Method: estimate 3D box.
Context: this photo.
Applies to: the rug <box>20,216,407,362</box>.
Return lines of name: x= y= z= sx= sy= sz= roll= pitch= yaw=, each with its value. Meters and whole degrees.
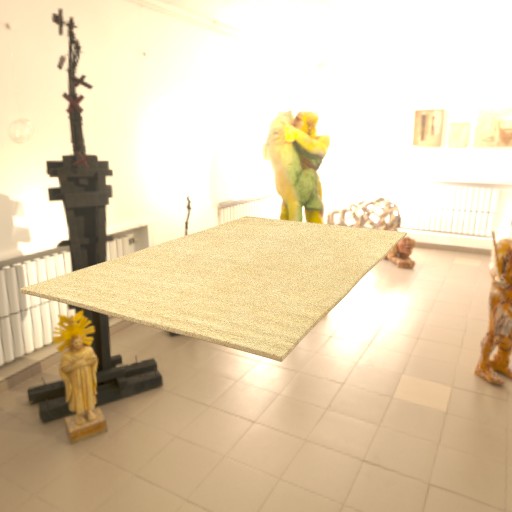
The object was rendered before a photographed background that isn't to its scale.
rug: x=0.000 y=0.000 z=2.935 sx=1.500 sy=0.025 sz=2.346 roll=8 pitch=18 yaw=28
